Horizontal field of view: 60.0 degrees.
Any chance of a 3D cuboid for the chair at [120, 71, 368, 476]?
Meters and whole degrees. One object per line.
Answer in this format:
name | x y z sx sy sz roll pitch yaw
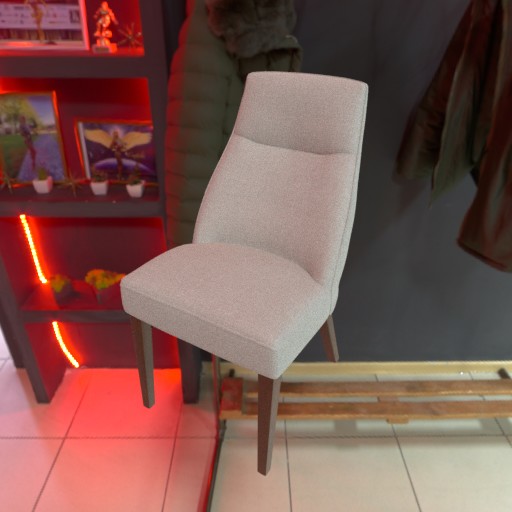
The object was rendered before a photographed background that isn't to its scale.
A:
chair | 0.000 0.000 1.289 0.500 0.930 0.620 17 34 28
